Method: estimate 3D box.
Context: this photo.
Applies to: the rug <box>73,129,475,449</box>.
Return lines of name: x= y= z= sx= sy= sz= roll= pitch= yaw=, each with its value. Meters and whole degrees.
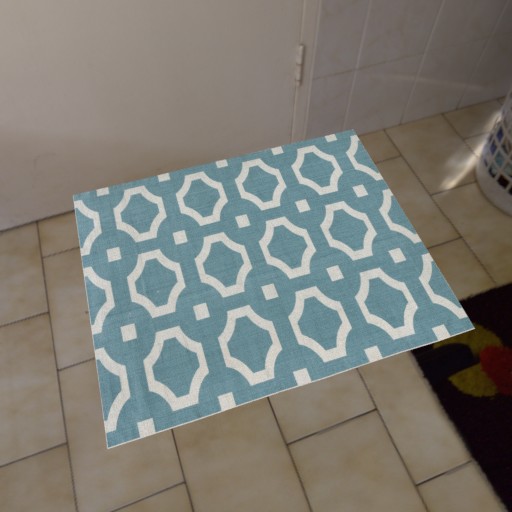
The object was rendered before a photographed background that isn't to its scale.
rug: x=0.000 y=0.000 z=4.058 sx=3.049 sy=0.021 sz=2.466 roll=-15 pitch=60 yaw=-9
